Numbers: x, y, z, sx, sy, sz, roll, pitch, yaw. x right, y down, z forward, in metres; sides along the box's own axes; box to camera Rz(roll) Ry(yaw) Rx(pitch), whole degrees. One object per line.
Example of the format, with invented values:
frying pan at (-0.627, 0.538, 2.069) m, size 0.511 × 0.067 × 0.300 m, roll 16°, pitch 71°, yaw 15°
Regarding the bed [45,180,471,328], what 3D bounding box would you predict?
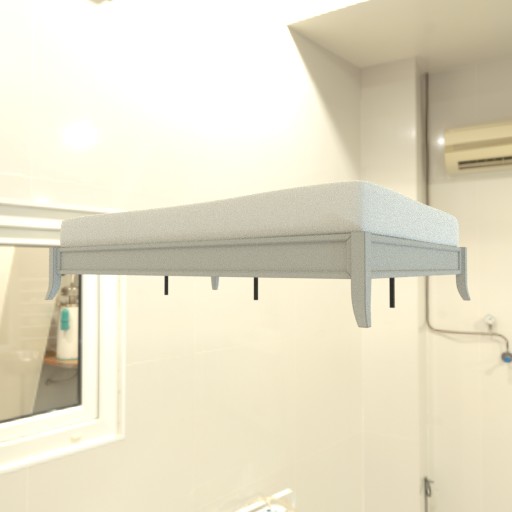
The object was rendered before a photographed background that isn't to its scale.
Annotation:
bed at (0.000, 0.000, 2.567) m, size 1.985 × 0.510 × 1.460 m, roll -1°, pitch -2°, yaw 37°
